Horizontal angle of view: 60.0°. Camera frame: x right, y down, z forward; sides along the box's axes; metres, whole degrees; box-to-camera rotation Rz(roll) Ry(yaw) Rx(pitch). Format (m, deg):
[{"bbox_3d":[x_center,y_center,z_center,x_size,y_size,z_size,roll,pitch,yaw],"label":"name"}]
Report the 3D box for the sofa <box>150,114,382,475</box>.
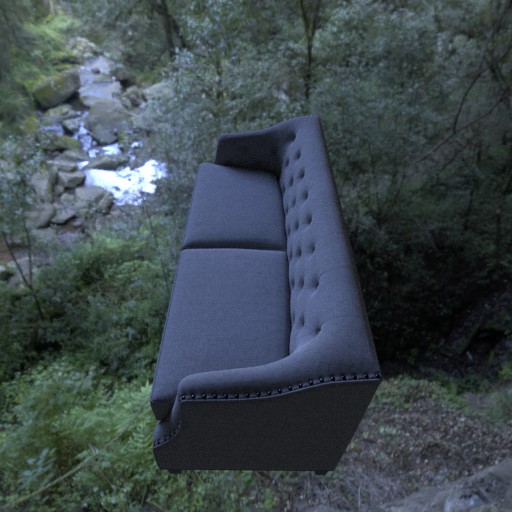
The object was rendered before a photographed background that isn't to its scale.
[{"bbox_3d":[0.000,0.000,2.648,0.914,0.901,2.235,0,41,0],"label":"sofa"}]
